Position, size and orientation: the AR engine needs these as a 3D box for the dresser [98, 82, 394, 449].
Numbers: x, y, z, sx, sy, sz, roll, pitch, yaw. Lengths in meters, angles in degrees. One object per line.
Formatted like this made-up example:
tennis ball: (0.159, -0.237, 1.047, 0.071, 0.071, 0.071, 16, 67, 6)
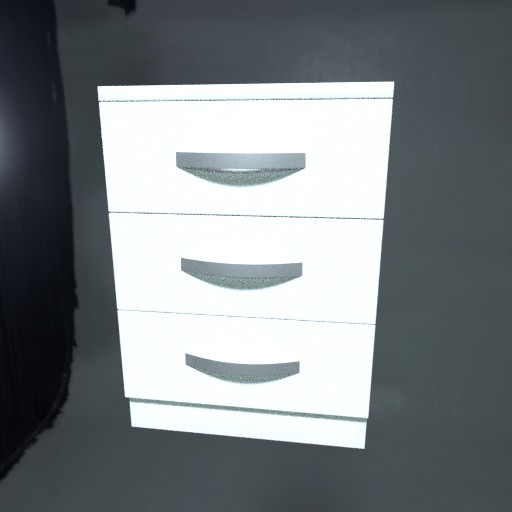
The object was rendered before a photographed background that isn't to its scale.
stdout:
dresser: (0.000, 0.000, 0.815, 0.400, 0.560, 0.360, 2, 16, 8)
